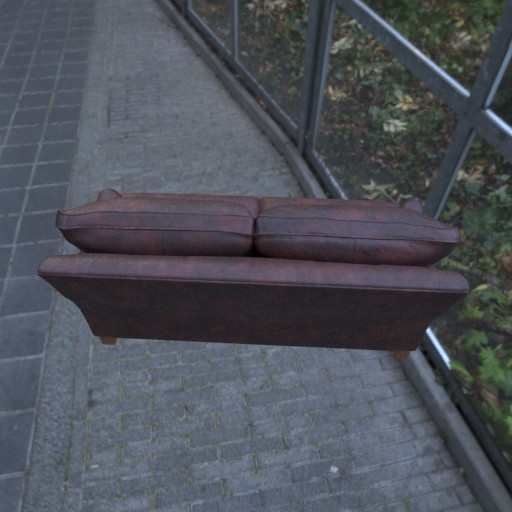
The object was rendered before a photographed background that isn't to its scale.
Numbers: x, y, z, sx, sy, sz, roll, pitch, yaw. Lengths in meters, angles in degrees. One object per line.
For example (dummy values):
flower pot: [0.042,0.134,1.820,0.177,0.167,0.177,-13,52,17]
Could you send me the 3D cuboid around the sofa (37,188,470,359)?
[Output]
sofa: [0.000,0.000,2.764,2.144,1.071,1.147,2,48,2]
